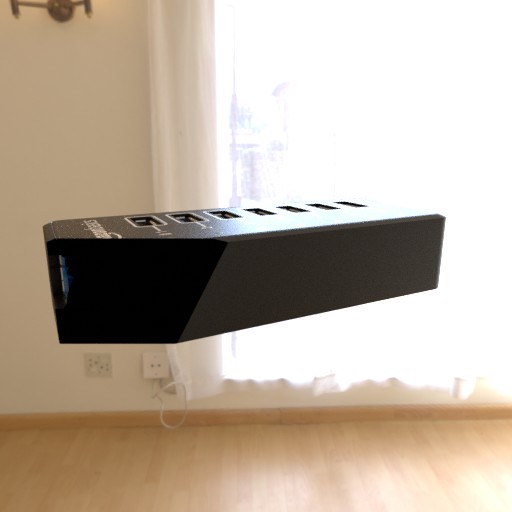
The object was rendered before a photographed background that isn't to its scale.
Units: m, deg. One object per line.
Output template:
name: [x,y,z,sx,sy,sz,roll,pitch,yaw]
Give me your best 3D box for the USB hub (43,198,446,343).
USB hub: [0.000,0.000,0.130,0.110,0.023,0.044,-7,17,-26]
